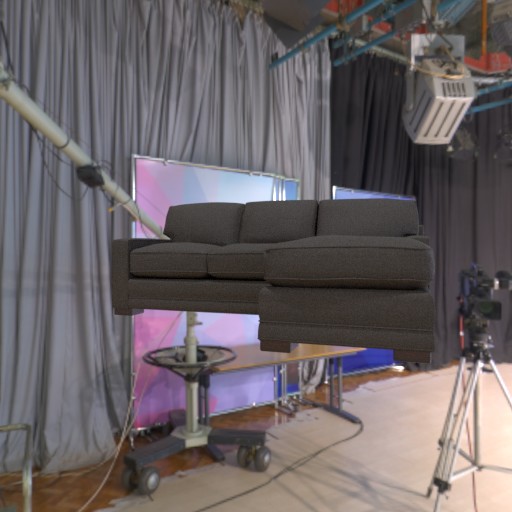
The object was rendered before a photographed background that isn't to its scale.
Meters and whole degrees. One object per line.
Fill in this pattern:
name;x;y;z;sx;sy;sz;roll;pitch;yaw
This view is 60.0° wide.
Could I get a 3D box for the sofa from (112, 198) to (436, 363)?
sofa;0.000;0.000;3.231;2.370;0.973;1.790;0;1;19
